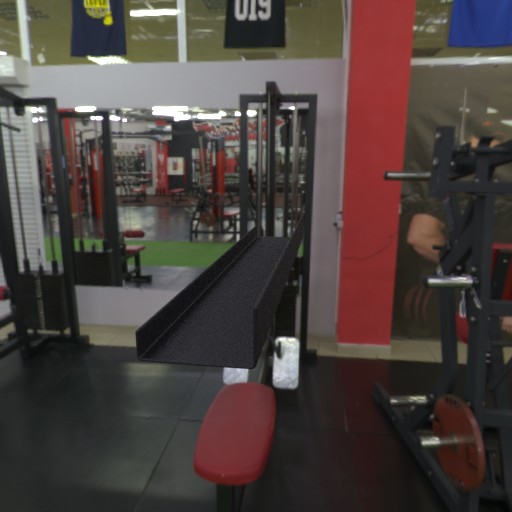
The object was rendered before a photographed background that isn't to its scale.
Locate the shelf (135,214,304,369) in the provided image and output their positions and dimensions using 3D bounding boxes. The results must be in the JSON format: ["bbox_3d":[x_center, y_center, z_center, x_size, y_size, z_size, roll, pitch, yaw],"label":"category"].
[{"bbox_3d":[0.000,0.000,0.647,0.102,0.053,0.605,2,13,9],"label":"shelf"}]
